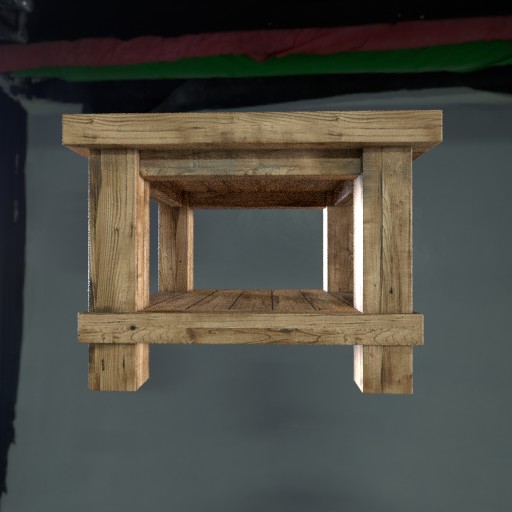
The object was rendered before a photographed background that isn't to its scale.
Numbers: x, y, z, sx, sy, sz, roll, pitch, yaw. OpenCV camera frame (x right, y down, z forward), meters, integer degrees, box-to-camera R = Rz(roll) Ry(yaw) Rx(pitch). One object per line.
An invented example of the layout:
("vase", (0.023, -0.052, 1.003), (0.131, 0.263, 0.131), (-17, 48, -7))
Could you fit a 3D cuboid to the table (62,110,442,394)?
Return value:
("table", (0.000, 0.000, 1.013), (0.610, 0.457, 0.610), (0, 0, 2))
